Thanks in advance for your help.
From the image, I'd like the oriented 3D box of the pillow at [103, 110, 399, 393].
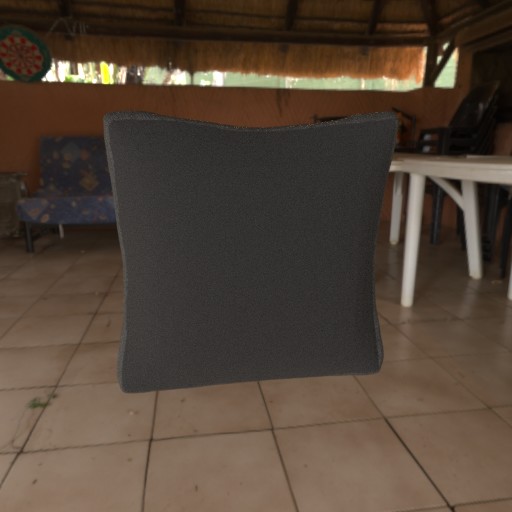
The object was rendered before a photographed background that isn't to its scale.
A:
[{"bbox_3d":[0.000,0.000,0.830,0.533,0.523,0.210,-2,14,-9],"label":"pillow"}]
